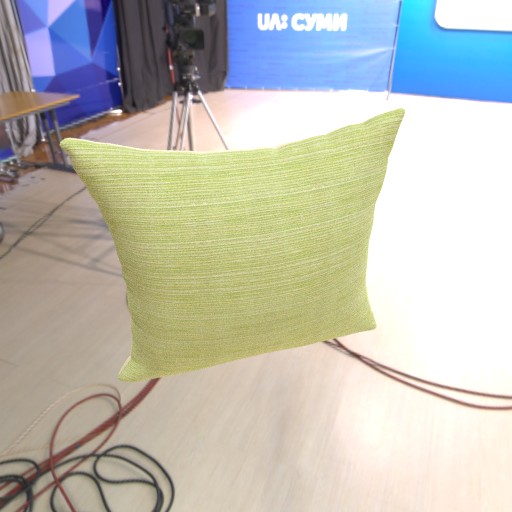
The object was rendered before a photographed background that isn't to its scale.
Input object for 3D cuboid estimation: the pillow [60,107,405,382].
[{"bbox_3d":[0.000,0.000,0.799,0.560,0.487,0.229,-9,34,-14],"label":"pillow"}]
